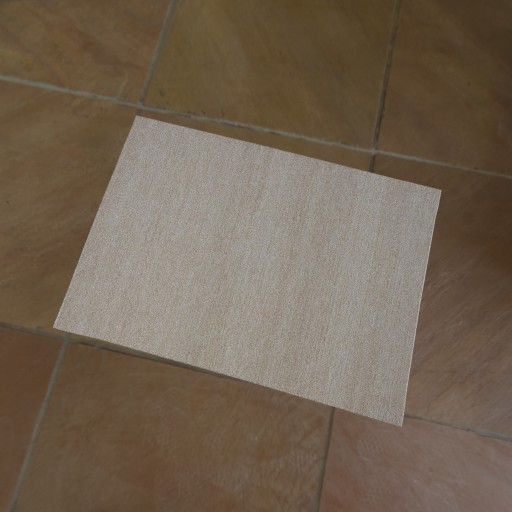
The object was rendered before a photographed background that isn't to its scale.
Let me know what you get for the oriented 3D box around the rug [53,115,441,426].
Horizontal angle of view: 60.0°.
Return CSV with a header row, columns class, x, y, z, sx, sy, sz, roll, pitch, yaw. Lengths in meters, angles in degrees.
class,x,y,z,sx,sy,sz,roll,pitch,yaw
rug,0.000,0.000,3.748,2.869,0.038,2.032,15,75,4
